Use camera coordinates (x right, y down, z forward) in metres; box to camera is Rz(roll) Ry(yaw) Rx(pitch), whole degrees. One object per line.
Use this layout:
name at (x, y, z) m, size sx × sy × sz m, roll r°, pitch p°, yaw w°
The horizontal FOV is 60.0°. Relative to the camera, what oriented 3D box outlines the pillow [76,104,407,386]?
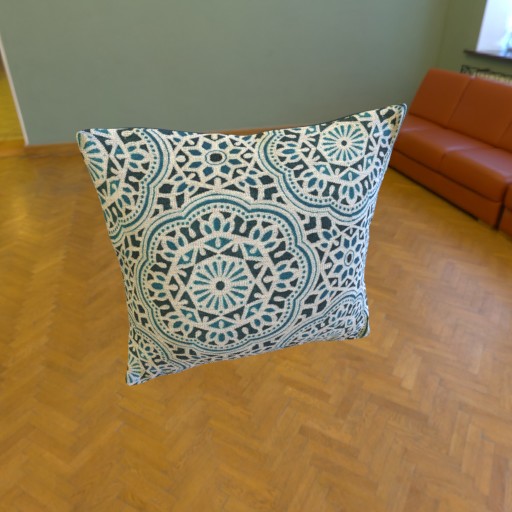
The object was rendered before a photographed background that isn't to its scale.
pillow at (0.000, 0.000, 0.669) m, size 0.440 × 0.420 × 0.145 m, roll -9°, pitch 32°, yaw -14°
